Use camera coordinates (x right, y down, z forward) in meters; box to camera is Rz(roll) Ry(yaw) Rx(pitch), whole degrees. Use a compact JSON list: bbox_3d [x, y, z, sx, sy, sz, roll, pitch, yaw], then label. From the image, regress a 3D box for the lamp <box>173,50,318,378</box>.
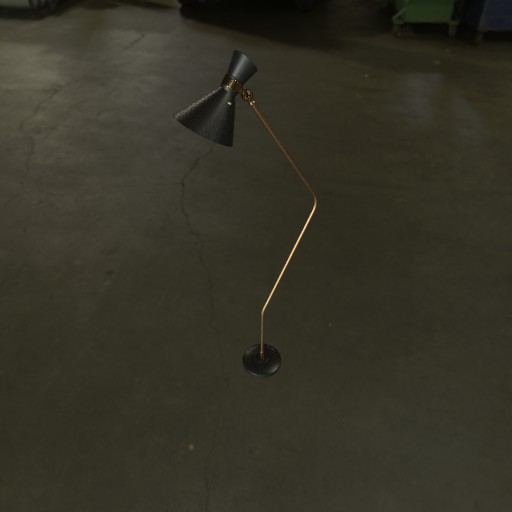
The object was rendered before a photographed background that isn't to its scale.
[{"bbox_3d":[0.000,0.000,1.649,0.467,1.438,0.277,-1,41,-1],"label":"lamp"}]
